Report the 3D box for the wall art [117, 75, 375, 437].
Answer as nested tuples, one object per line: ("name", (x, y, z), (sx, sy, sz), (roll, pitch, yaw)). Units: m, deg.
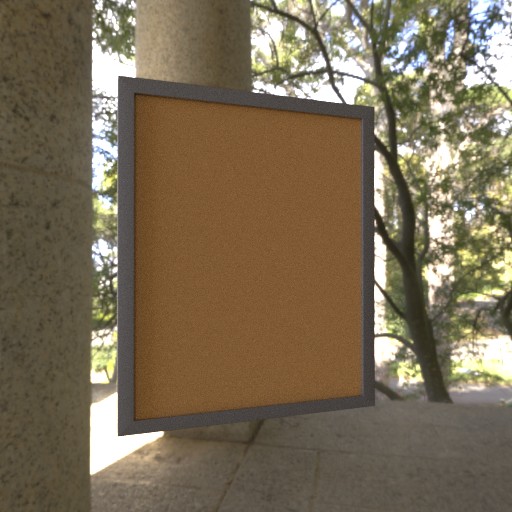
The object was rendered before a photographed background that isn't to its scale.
("wall art", (0.000, 0.000, 0.767), (0.458, 0.558, 0.029), (0, 0, -18))
